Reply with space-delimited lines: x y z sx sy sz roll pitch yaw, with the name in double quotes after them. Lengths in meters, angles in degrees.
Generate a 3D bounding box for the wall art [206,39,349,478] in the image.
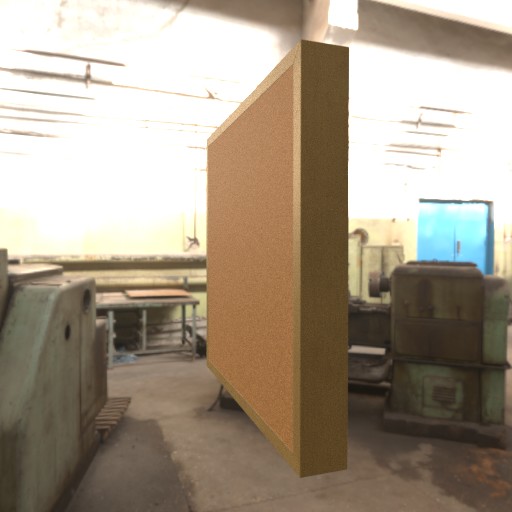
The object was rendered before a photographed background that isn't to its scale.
0.000 0.000 0.458 0.038 0.305 0.305 0 1 -19 "wall art"
